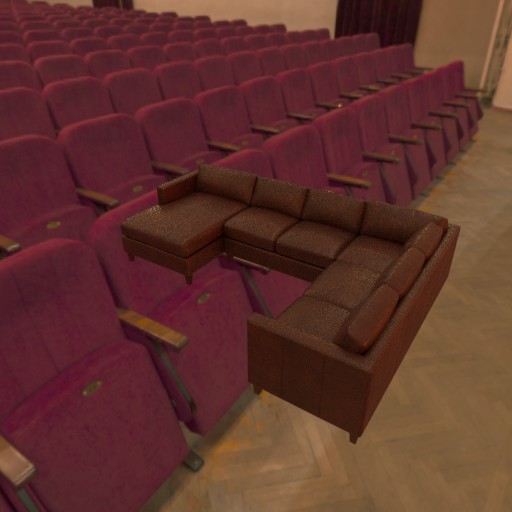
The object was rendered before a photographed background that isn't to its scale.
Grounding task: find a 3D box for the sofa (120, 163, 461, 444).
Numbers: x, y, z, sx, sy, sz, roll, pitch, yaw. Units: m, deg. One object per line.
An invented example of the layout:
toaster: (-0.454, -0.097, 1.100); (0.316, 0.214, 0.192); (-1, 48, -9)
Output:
sofa: (0.000, 0.000, 4.514); (3.324, 0.891, 2.452); (18, 35, 29)
